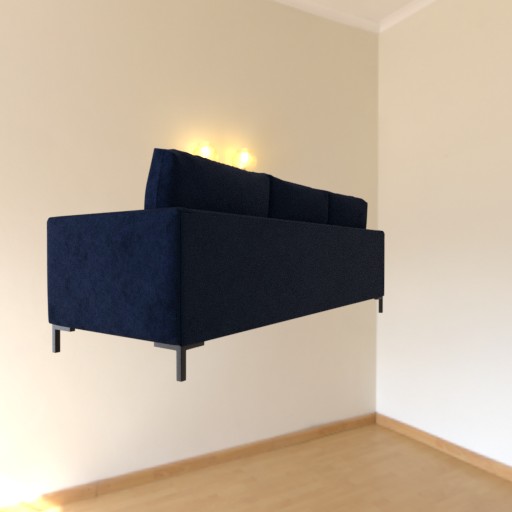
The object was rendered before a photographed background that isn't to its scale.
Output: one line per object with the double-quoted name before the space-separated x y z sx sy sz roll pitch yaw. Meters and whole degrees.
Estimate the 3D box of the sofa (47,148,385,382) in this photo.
"sofa" 0.000 0.000 2.720 0.875 0.879 2.252 0 1 35
